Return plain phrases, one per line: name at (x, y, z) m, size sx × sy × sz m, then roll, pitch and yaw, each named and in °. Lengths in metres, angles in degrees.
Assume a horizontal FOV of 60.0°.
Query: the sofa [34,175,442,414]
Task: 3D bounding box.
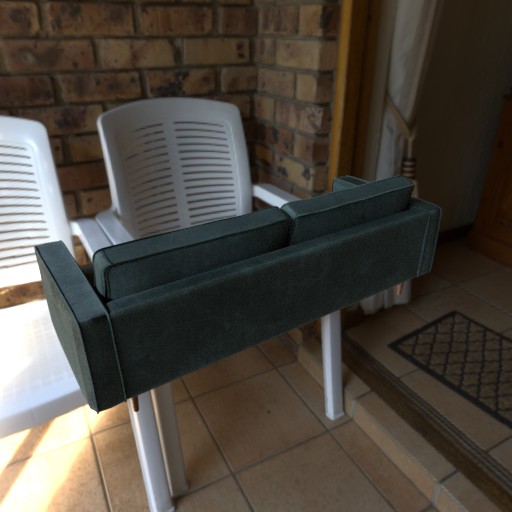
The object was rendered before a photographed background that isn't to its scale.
sofa at (0.000, 0.000, 2.577) m, size 2.214 × 0.781 × 0.886 m, roll -17°, pitch 32°, yaw -30°
